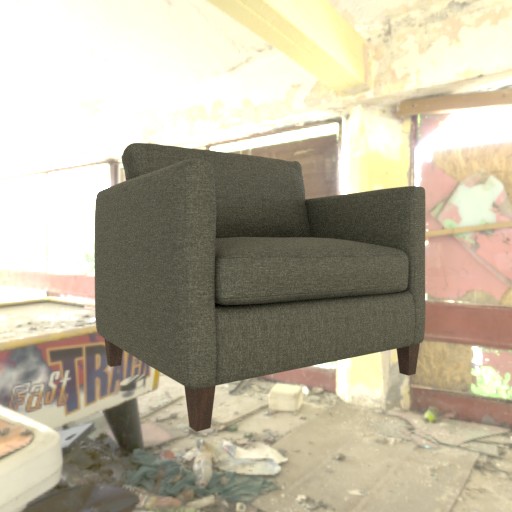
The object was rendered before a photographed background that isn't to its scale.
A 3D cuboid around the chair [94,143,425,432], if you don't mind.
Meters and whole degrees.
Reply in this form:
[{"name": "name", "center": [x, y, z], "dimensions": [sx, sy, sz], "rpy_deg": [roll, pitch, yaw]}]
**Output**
[{"name": "chair", "center": [0.000, 0.000, 1.866], "dimensions": [1.107, 0.963, 0.959], "rpy_deg": [-1, 2, -35]}]
